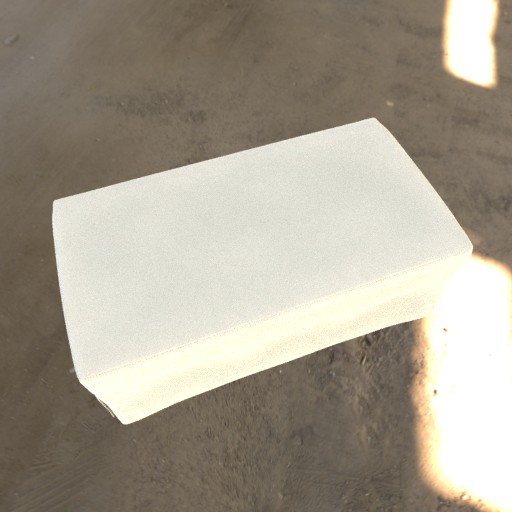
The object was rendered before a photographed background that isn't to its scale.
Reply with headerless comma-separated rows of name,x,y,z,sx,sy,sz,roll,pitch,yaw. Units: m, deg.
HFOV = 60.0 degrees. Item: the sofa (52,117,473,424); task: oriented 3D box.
sofa,0.000,0.000,2.095,1.677,0.552,0.939,-17,59,-11
